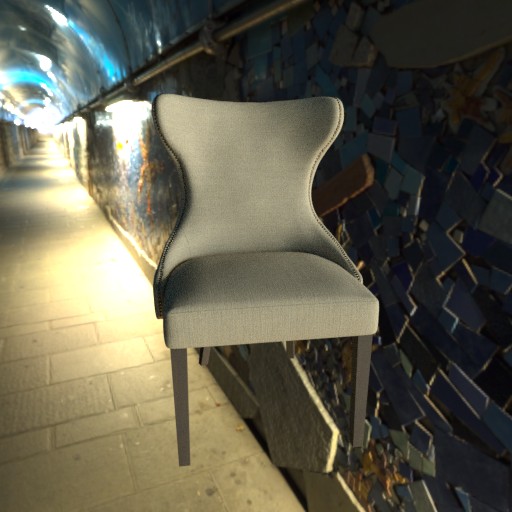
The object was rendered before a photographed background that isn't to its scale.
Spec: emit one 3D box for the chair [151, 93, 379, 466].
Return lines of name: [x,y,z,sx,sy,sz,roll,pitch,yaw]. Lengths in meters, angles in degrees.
chair: [0.000,0.000,1.370,0.628,0.967,0.635,-2,16,-9]
